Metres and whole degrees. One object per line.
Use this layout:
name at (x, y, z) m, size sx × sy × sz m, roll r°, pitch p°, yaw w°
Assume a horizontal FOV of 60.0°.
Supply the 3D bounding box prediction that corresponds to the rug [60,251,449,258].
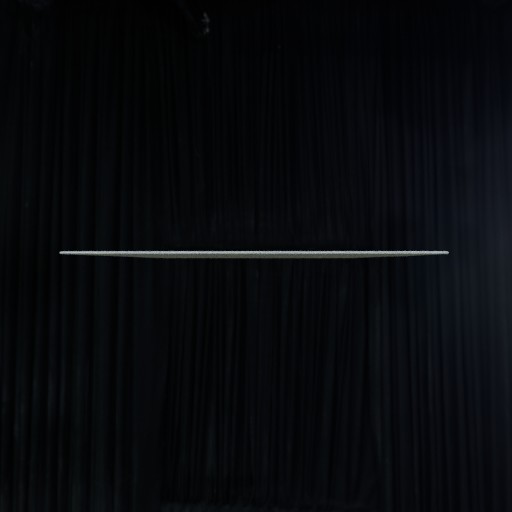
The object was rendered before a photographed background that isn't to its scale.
rug at (0.000, 0.000, 4.042) m, size 2.288 × 0.018 × 2.895 m, roll 0°, pitch -1°, yaw 1°
